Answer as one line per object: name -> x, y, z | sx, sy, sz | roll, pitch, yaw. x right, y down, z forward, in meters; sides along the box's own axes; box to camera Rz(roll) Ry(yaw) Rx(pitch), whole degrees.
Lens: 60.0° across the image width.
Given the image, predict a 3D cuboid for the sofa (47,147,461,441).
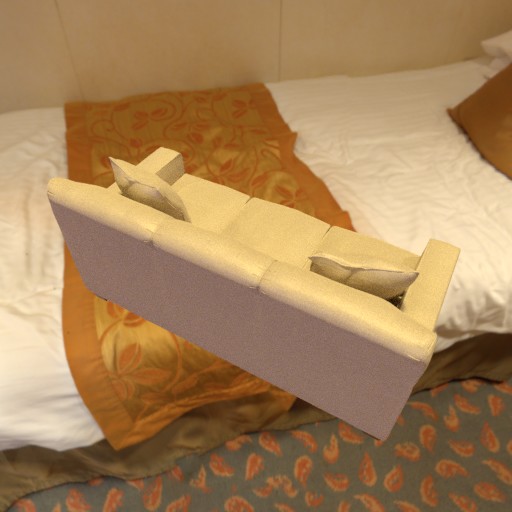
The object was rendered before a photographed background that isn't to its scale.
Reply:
sofa -> 0.000, 0.000, 2.549 | 2.024, 0.958, 0.997 | 22, 50, 20
